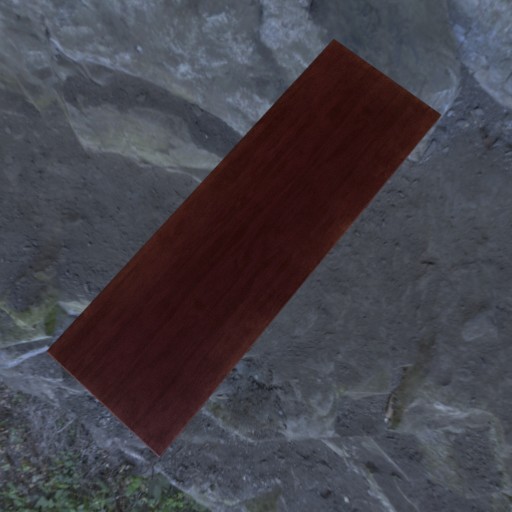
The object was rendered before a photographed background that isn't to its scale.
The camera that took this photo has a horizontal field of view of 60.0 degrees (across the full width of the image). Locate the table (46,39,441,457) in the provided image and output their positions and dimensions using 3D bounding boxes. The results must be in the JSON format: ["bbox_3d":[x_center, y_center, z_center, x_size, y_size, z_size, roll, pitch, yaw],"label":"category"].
[{"bbox_3d":[0.000,0.000,1.550,0.392,0.739,1.188,39,80,8],"label":"table"}]
